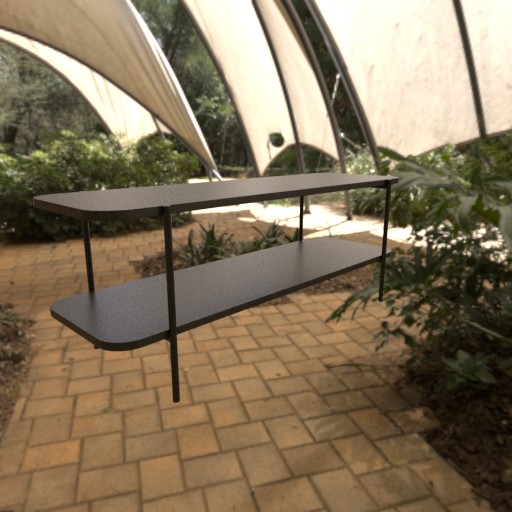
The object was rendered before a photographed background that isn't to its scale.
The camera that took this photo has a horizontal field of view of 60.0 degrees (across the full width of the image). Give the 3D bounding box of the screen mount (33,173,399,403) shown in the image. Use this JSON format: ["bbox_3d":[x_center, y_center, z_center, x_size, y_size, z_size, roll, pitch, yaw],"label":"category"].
[{"bbox_3d":[0.000,0.000,1.400,0.400,0.447,1.200,14,20,43],"label":"screen mount"}]
